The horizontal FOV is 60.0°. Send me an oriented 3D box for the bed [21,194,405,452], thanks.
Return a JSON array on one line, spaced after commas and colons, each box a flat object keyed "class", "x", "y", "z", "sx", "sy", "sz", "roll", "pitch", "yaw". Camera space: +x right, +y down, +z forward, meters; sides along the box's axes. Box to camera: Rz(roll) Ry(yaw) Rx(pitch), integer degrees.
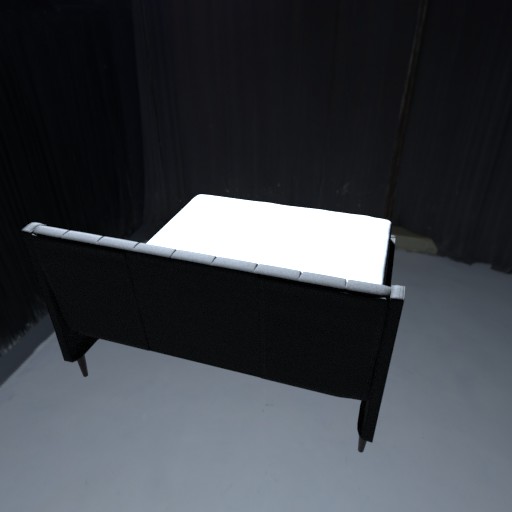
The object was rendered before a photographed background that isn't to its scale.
[{"class": "bed", "x": 0.000, "y": 0.000, "z": 2.531, "sx": 1.531, "sy": 0.933, "sz": 1.638, "roll": 10, "pitch": 33, "yaw": 15}]
